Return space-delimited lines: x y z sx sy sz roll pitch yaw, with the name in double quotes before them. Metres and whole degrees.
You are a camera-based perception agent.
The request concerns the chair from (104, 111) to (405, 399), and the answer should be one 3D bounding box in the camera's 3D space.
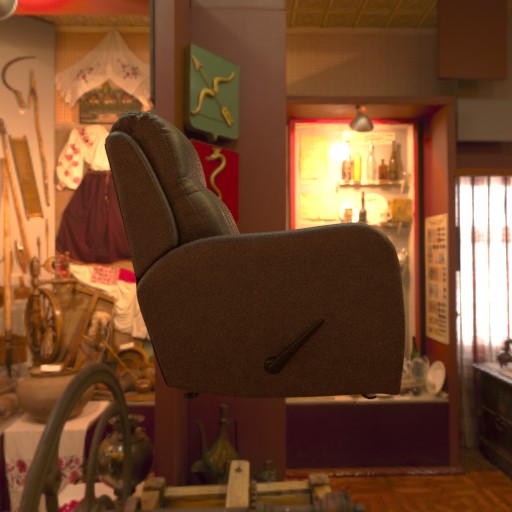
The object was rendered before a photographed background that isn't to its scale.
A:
"chair" 0.000 0.000 1.859 1.067 1.067 0.865 0 -1 1
